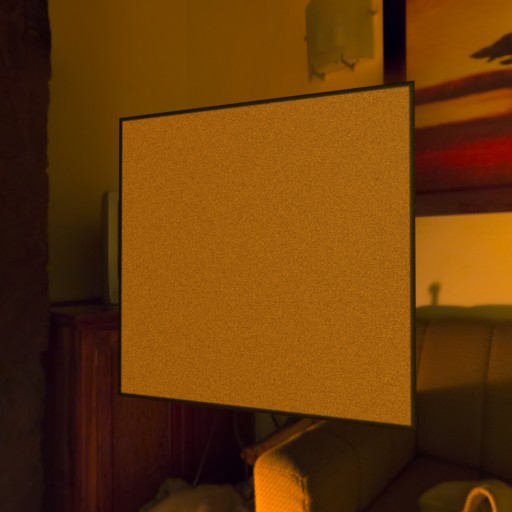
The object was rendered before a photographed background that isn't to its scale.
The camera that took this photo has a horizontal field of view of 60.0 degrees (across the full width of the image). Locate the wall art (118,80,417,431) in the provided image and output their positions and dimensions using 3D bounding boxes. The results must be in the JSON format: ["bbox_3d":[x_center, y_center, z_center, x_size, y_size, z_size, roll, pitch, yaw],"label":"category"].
[{"bbox_3d":[0.000,0.000,0.449,0.304,0.303,0.037,0,-1,19],"label":"wall art"}]
